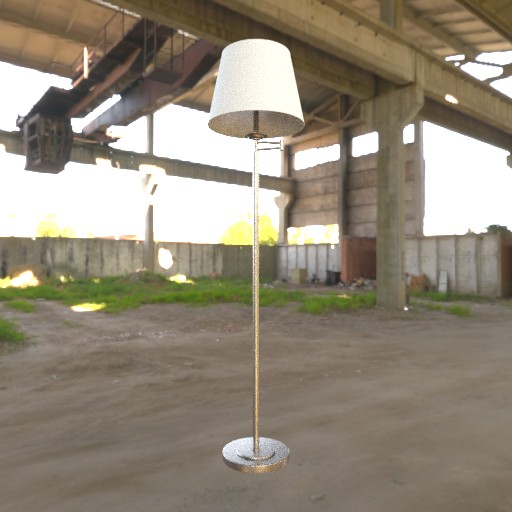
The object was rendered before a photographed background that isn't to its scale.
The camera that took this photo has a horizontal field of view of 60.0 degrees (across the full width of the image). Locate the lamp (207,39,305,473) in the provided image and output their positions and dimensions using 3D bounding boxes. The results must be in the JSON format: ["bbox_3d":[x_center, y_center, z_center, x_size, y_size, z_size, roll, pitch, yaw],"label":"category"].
[{"bbox_3d":[0.000,0.000,1.626,0.355,1.473,0.355,0,0,0],"label":"lamp"}]
